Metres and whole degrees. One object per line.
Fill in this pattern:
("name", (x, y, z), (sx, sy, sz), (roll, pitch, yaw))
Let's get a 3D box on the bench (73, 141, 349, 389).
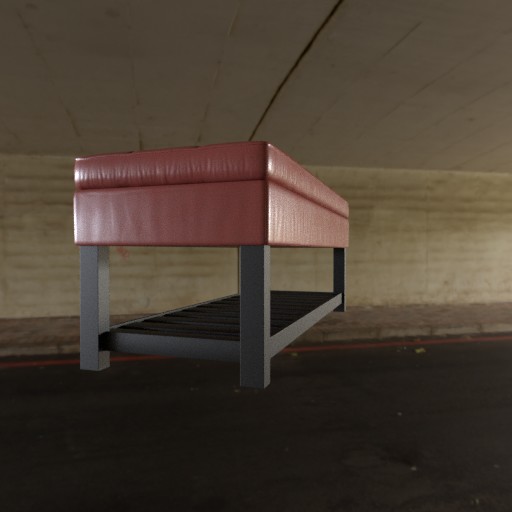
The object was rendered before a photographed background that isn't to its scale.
("bench", (0.000, 0.000, 1.361), (0.432, 0.460, 1.105), (0, 1, 19))
